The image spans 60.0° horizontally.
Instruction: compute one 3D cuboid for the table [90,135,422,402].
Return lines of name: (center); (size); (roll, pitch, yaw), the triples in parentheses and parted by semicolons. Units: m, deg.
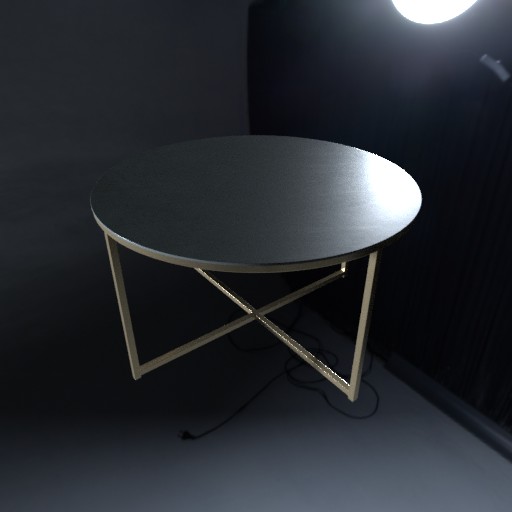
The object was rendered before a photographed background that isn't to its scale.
table: (0.000, 0.000, 1.240); (0.800, 0.450, 0.800); (0, 31, 0)
